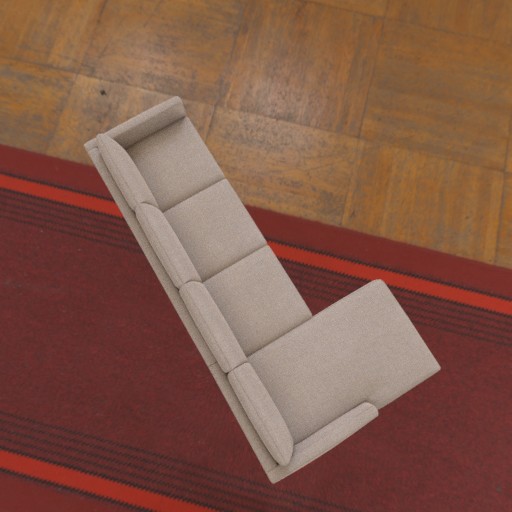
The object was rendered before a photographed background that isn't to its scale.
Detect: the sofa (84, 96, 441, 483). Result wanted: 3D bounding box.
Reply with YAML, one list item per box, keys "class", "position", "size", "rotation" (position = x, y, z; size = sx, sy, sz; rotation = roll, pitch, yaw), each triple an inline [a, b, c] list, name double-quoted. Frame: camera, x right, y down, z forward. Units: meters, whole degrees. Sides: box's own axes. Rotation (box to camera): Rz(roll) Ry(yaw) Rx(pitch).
- class: "sofa"
  position: [0.000, 0.000, 3.502]
  size: [1.469, 0.816, 2.923]
  rotation: [-30, 78, -7]
